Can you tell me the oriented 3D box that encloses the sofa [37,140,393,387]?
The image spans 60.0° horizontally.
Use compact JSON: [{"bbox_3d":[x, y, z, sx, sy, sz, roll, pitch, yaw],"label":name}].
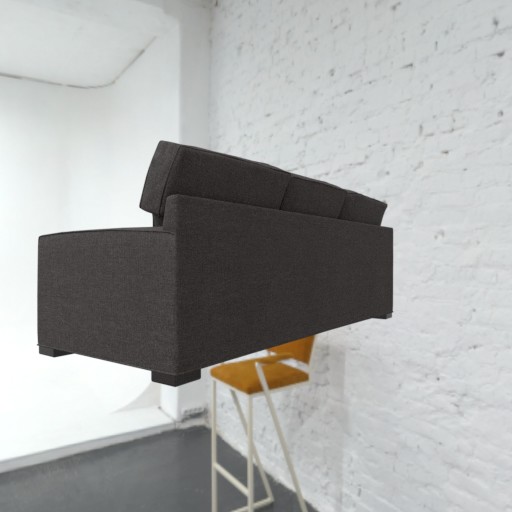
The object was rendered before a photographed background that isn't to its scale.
[{"bbox_3d":[0.000,0.000,2.867,1.004,0.978,2.369,0,0,36],"label":"sofa"}]
